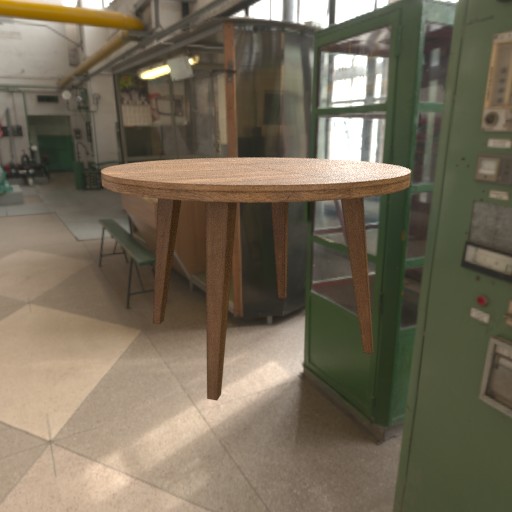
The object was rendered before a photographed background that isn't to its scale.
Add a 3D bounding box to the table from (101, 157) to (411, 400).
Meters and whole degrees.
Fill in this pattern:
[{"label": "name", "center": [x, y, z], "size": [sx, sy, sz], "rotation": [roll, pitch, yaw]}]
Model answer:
[{"label": "table", "center": [0.000, 0.000, 1.933], "size": [1.213, 0.764, 1.213], "rotation": [0, 16, 0]}]
